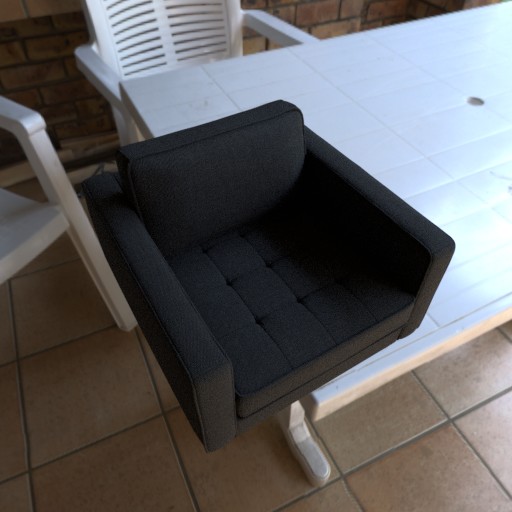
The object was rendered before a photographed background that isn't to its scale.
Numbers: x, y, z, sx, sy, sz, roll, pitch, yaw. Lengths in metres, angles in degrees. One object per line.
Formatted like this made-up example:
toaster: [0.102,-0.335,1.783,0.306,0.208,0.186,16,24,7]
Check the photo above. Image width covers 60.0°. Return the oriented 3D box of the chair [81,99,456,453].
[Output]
chair: [0.000,0.000,1.563,0.899,0.770,0.919,-24,51,-21]
